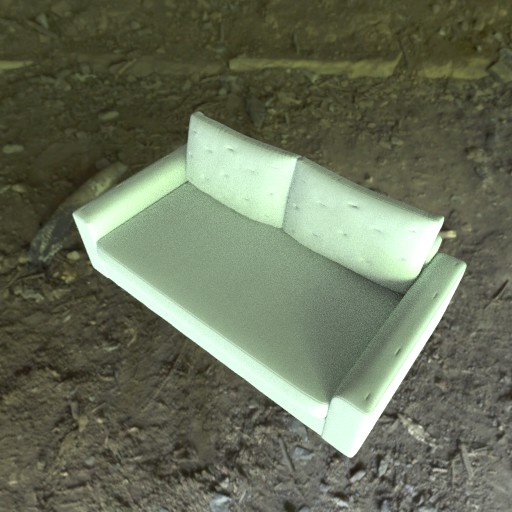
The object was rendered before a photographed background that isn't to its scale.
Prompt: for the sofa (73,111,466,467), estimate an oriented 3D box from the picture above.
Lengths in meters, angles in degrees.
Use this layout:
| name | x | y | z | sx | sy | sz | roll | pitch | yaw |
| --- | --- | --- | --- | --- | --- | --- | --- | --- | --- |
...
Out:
| name | x | y | z | sx | sy | sz | roll | pitch | yaw |
| --- | --- | --- | --- | --- | --- | --- | --- | --- | --- |
| sofa | 0.000 | 0.000 | 2.122 | 1.650 | 0.790 | 0.920 | 30 | 53 | 26 |
